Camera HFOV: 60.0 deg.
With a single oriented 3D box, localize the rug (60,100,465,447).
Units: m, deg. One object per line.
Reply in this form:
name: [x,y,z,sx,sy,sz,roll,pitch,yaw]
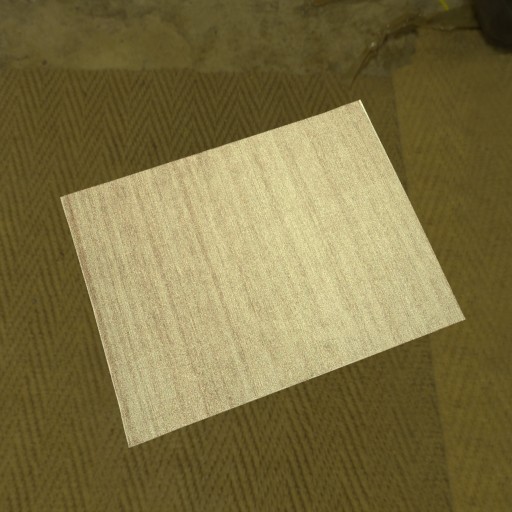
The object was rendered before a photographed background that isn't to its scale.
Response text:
rug: [0.000,0.000,4.184,3.202,0.045,2.434,-19,76,-5]
